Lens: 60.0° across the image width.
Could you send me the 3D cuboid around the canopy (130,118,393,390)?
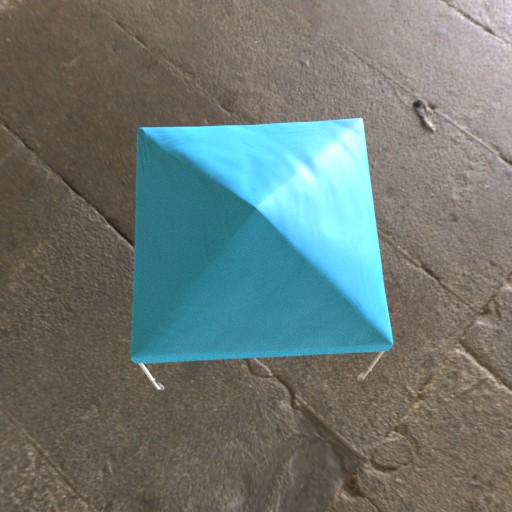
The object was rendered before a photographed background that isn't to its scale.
[{"bbox_3d":[0.000,0.000,5.146,2.848,2.849,2.849,-3,73,-1],"label":"canopy"}]
